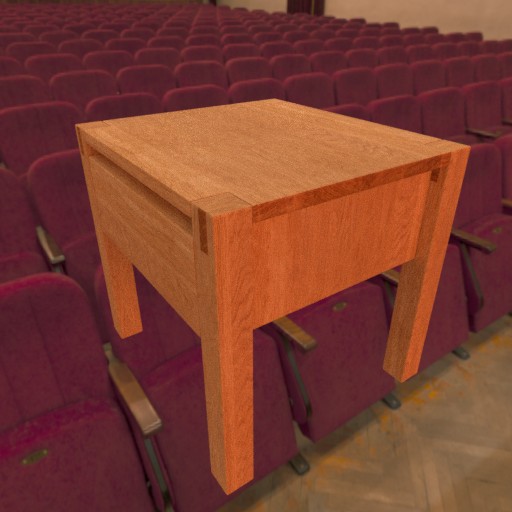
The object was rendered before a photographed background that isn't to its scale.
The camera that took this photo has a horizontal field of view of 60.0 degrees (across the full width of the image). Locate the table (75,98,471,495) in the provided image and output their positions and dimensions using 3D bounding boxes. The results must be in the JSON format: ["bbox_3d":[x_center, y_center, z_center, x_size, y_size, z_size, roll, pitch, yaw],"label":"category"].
[{"bbox_3d":[0.000,0.000,0.824,0.440,0.450,0.480,-19,34,-30],"label":"table"}]
